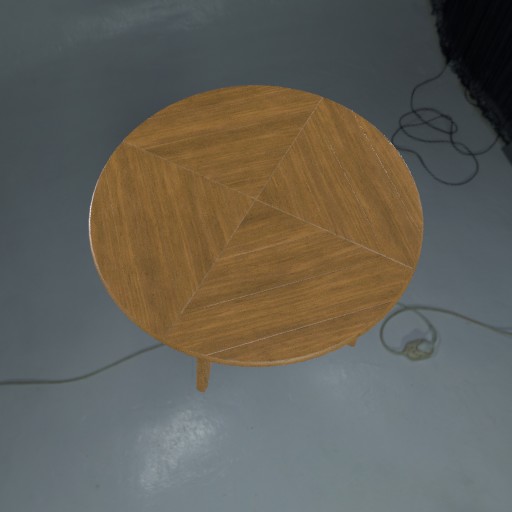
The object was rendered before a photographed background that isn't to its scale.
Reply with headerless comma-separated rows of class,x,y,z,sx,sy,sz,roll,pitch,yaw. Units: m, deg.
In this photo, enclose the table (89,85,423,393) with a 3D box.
table,0.000,0.000,1.739,1.055,0.757,1.055,0,62,0
